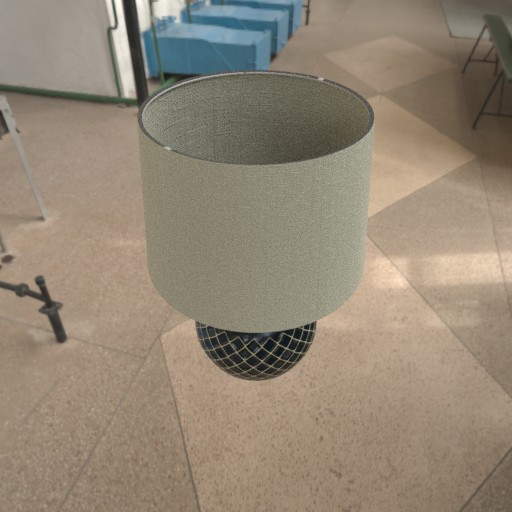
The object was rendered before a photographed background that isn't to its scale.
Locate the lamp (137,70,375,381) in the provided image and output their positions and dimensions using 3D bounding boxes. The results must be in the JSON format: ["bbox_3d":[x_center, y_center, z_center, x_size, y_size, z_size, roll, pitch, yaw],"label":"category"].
[{"bbox_3d":[0.000,0.000,0.791,0.376,0.540,0.376,0,40,0],"label":"lamp"}]
